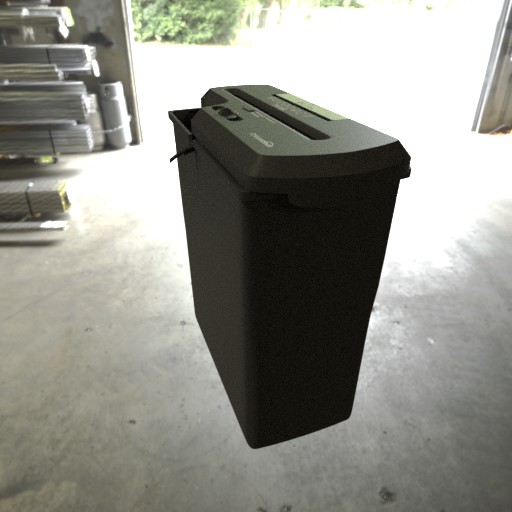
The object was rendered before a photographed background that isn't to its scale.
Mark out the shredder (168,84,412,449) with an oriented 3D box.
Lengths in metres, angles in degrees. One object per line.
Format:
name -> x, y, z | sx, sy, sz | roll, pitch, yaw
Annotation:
shredder -> 0.000, 0.000, 0.509 | 0.170, 0.335, 0.320 | -11, 32, -18
